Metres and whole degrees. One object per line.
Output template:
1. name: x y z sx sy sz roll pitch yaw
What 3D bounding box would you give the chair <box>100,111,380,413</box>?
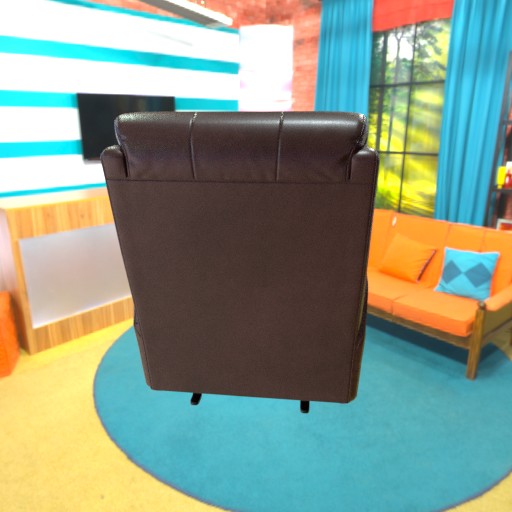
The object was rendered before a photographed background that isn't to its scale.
1. chair: 0.000 0.000 1.667 0.787 1.016 0.939 2 17 6
